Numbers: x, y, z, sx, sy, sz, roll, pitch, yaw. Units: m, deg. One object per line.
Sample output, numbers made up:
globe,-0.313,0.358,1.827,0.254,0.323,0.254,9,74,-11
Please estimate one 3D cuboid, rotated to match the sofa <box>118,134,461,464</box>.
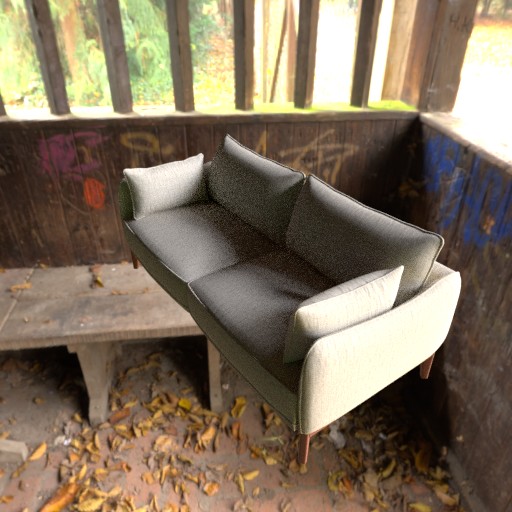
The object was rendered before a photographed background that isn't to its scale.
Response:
sofa,0.000,0.000,2.562,0.991,0.860,1.989,-21,38,-29
